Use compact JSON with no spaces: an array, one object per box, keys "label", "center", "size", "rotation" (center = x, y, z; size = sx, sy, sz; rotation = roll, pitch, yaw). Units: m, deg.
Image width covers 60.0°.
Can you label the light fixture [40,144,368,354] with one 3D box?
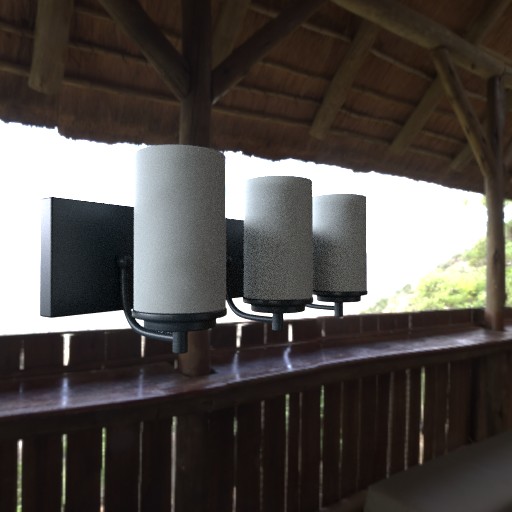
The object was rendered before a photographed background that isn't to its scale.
[{"label":"light fixture","center":[0.000,0.000,0.532],"size":[0.145,0.172,0.451],"rotation":[0,-1,36]}]
